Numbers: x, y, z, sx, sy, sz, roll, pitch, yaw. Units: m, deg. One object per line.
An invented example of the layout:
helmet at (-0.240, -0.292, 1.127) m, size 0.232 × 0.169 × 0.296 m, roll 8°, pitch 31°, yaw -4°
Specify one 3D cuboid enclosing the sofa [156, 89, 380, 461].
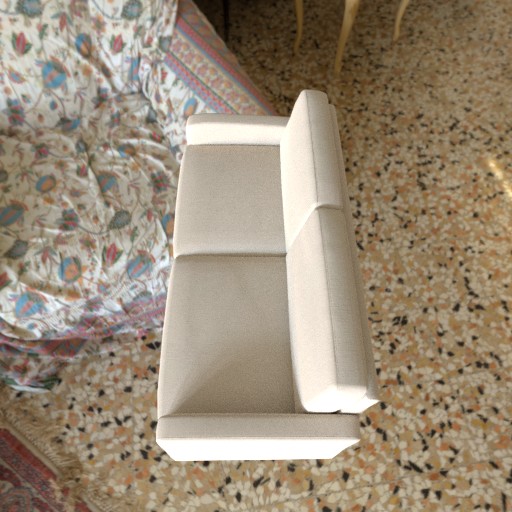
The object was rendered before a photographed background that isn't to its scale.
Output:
sofa at (0.000, 0.000, 2.264) m, size 0.894 × 0.831 × 1.808 m, roll -1°, pitch 59°, yaw 0°
